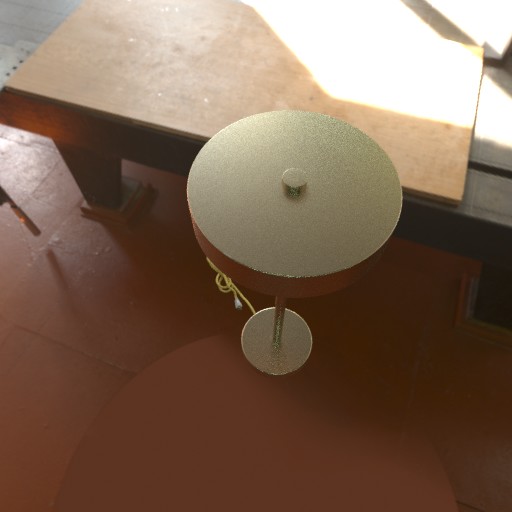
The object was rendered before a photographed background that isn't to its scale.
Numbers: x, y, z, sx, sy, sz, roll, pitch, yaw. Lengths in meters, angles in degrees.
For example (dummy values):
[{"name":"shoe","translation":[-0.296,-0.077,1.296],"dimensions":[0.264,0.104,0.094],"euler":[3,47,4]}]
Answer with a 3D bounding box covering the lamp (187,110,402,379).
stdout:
[{"name":"lamp","translation":[0.000,0.000,0.713],"dimensions":[0.229,0.508,0.369],"euler":[-31,64,-17]}]
